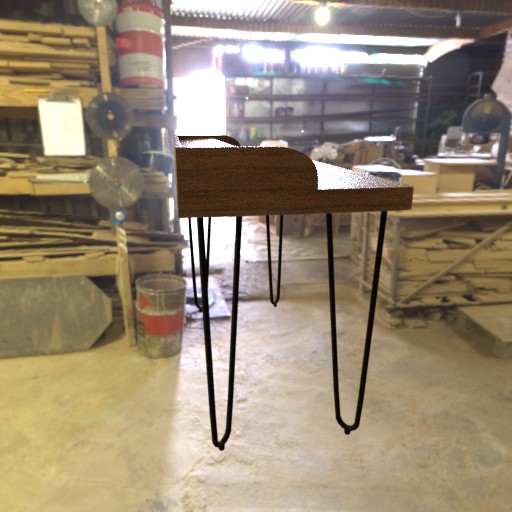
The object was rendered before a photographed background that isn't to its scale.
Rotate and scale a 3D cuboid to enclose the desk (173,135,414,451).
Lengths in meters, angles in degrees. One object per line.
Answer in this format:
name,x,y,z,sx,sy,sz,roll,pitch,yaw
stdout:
desk,0.000,0.000,1.665,0.565,0.854,1.200,-3,17,-10
